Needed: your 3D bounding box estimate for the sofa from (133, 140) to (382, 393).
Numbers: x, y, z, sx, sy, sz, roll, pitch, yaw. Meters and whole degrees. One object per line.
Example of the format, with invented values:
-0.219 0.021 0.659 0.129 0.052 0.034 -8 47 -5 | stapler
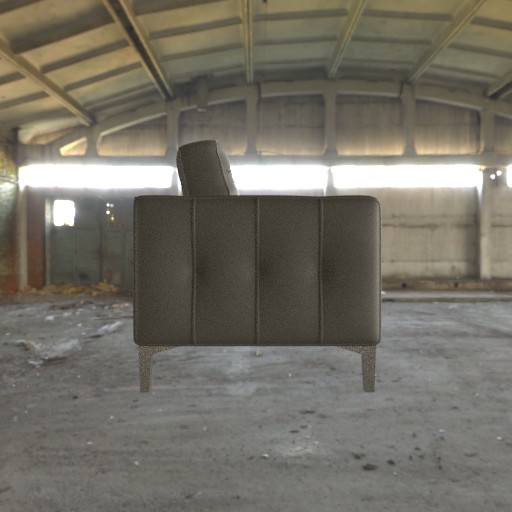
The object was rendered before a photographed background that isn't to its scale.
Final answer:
0.000 0.000 2.277 0.833 0.893 1.726 0 0 0 | sofa
